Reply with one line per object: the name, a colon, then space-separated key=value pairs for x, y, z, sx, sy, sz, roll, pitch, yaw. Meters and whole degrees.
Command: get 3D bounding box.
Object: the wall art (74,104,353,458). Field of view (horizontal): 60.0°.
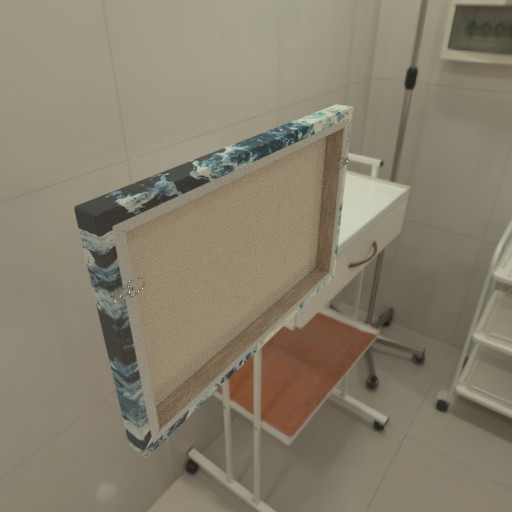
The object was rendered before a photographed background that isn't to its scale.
wall art: x=0.000 y=0.000 z=0.781 sx=0.043 sy=0.407 sz=0.609 roll=21 pitch=37 yaw=30
